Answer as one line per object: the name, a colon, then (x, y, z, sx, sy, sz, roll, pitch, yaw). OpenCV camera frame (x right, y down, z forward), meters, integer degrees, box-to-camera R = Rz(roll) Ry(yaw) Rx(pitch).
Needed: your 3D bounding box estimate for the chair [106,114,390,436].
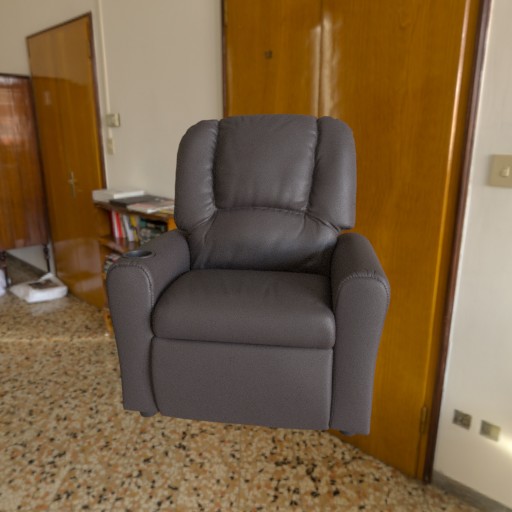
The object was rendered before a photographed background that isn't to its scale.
chair: (0.000, 0.000, 1.133, 0.610, 0.709, 0.521, 2, 15, 8)
